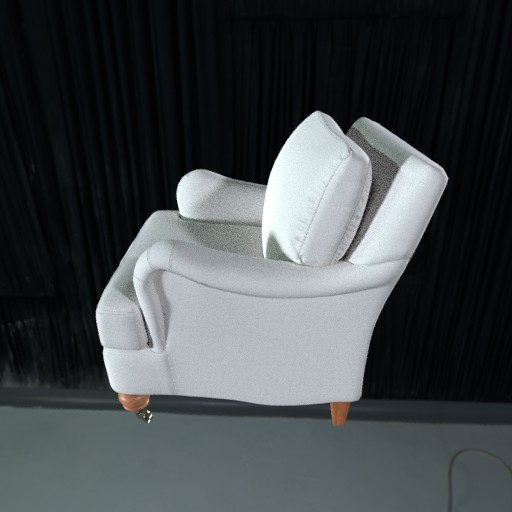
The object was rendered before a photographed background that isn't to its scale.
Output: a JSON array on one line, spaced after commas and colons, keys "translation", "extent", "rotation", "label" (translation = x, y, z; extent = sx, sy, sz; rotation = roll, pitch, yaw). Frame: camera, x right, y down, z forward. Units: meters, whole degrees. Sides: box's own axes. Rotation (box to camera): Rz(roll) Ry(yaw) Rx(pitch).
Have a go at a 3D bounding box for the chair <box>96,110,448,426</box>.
[{"translation": [0.000, 0.000, 1.801], "extent": [1.070, 1.038, 0.955], "rotation": [0, 26, 0], "label": "chair"}]
